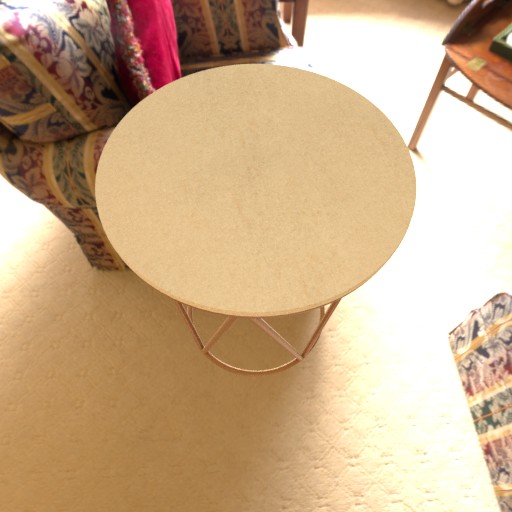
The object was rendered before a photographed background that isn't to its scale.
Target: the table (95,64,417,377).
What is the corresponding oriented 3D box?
[{"bbox_3d":[0.000,0.000,0.942,0.500,0.564,0.500,0,60,0],"label":"table"}]
